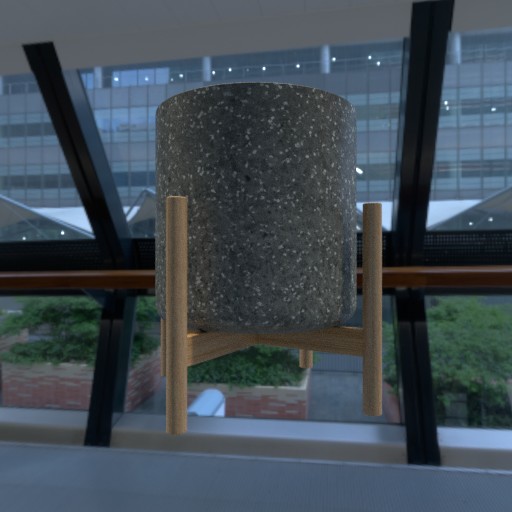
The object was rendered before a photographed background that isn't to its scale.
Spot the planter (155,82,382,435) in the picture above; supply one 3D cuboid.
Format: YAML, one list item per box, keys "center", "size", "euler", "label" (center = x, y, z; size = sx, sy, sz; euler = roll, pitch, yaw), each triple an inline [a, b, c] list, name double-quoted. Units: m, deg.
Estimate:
- center: [0.000, 0.000, 0.685]
  size: [0.360, 0.419, 0.360]
  euler: [0, 0, -36]
  label: "planter"
